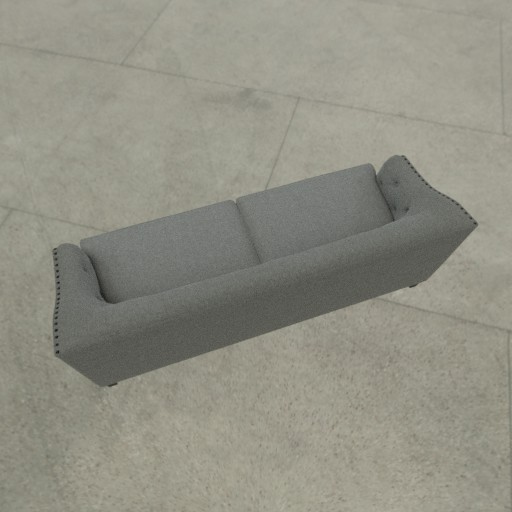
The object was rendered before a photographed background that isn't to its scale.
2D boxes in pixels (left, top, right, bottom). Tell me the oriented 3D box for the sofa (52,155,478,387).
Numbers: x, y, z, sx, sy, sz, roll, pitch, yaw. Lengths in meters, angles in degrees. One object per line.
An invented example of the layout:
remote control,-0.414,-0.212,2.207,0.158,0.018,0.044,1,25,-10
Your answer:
sofa,0.000,0.000,2.748,2.235,0.901,0.914,-16,58,-10
